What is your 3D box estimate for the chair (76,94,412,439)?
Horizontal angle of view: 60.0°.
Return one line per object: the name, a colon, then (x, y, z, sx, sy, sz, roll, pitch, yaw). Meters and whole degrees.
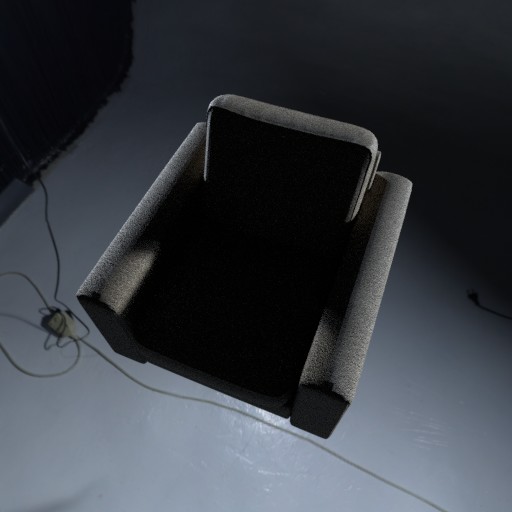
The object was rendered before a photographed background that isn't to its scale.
chair: (0.000, 0.000, 1.779, 1.005, 0.873, 1.016, 19, 58, 12)
